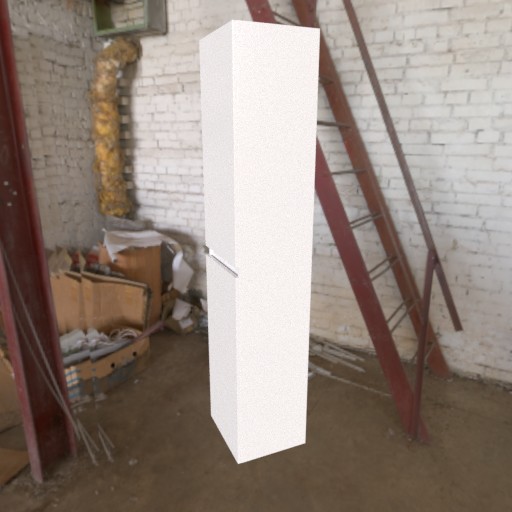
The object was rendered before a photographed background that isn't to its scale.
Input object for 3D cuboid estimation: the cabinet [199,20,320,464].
[{"bbox_3d":[0.000,0.000,1.540,0.269,1.400,0.300,-7,17,-23],"label":"cabinet"}]
